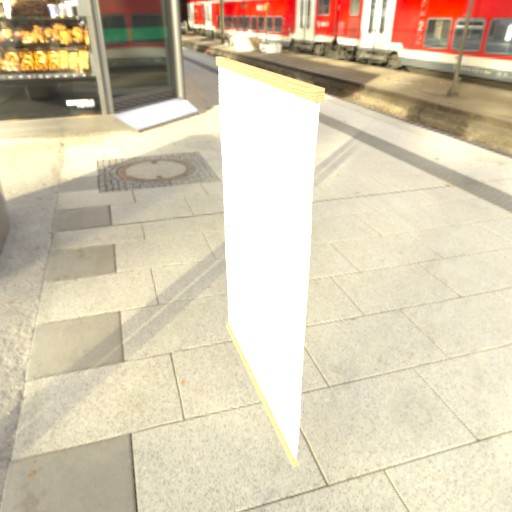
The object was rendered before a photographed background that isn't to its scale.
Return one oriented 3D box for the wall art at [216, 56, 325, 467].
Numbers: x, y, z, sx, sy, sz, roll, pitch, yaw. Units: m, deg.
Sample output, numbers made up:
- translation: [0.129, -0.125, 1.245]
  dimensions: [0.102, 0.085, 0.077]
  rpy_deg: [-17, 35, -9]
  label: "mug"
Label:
- translation: [0.000, 0.000, 1.941]
  dimensions: [0.025, 1.521, 1.011]
  rpy_deg: [-10, 30, -17]
  label: "wall art"
